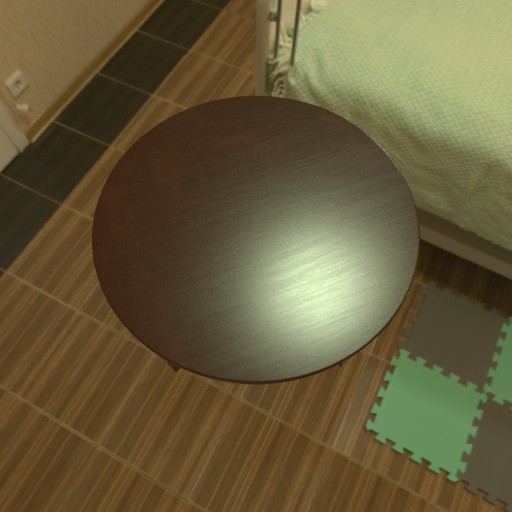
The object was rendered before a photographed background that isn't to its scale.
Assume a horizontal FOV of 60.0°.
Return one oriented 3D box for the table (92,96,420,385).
[{"bbox_3d":[0.000,0.000,1.472,0.911,0.512,0.911,0,64,0],"label":"table"}]
